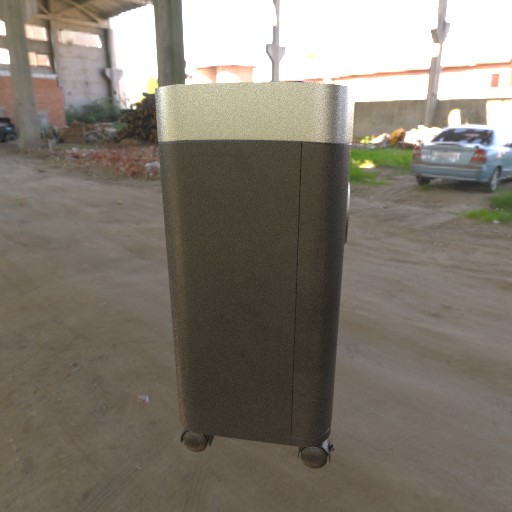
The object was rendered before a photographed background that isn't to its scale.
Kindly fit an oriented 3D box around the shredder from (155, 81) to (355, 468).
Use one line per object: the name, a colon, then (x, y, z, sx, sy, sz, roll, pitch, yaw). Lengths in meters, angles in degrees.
shredder: (0.000, 0.000, 0.602, 0.237, 0.419, 0.311, 3, 17, 10)
